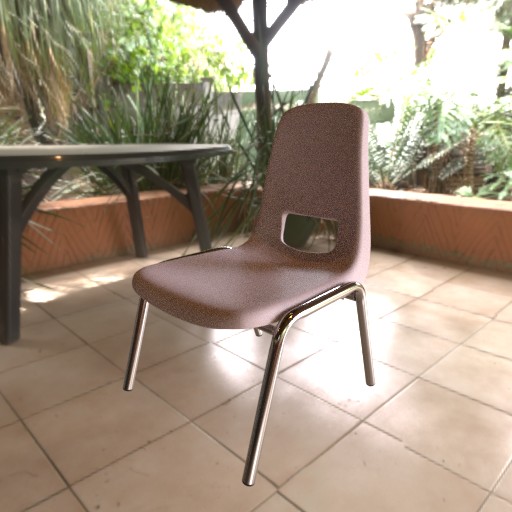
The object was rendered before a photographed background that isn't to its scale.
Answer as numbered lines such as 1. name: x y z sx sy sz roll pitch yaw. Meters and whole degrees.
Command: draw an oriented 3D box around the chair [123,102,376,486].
1. chair: 0.000 0.000 0.797 0.354 0.536 0.385 15 22 43
